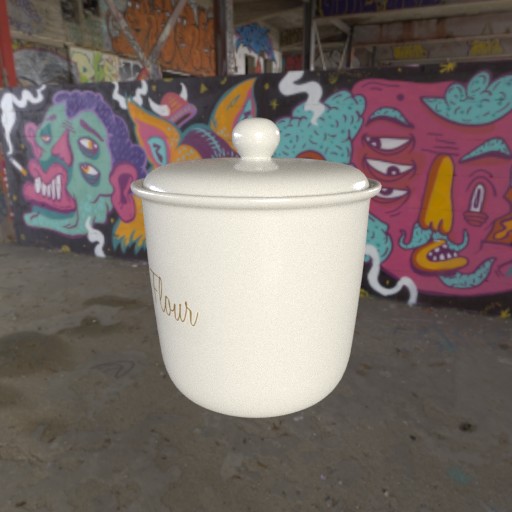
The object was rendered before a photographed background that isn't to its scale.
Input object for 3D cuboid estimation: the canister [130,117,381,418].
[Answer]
[{"bbox_3d":[0.000,0.000,0.349,0.182,0.208,0.182,0,16,0],"label":"canister"}]
